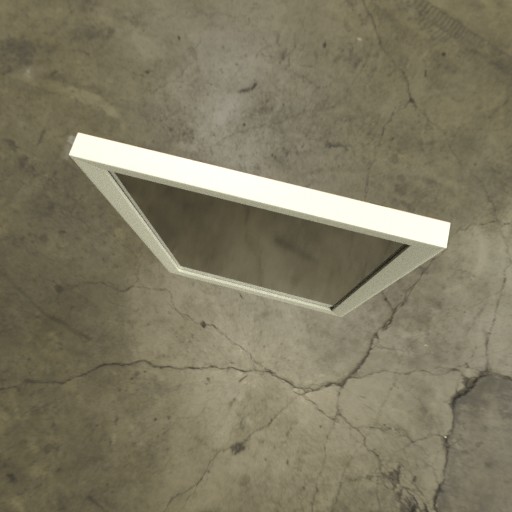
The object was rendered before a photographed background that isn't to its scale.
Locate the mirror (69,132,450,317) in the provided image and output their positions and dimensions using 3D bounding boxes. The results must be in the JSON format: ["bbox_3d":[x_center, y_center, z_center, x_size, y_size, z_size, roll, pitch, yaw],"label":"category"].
[{"bbox_3d":[0.000,0.000,0.923,0.507,0.710,0.040,14,76,4],"label":"mirror"}]
